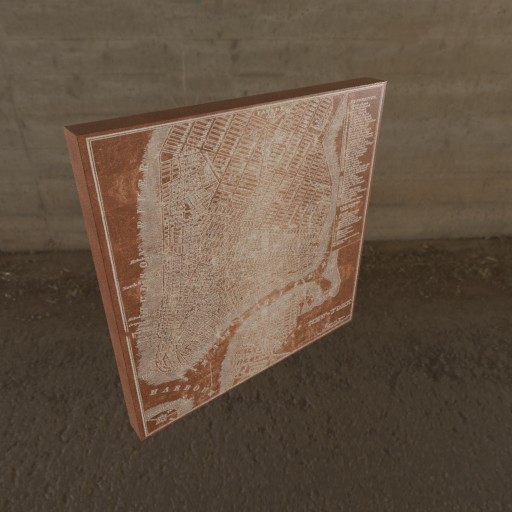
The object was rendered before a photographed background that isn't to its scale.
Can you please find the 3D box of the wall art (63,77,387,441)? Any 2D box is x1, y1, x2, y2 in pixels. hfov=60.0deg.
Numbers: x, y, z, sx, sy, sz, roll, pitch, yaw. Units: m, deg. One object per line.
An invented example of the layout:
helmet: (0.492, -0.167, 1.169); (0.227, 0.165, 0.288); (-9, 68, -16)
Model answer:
wall art: (0.000, 0.000, 0.590); (0.403, 0.403, 0.035); (-22, 38, -31)
